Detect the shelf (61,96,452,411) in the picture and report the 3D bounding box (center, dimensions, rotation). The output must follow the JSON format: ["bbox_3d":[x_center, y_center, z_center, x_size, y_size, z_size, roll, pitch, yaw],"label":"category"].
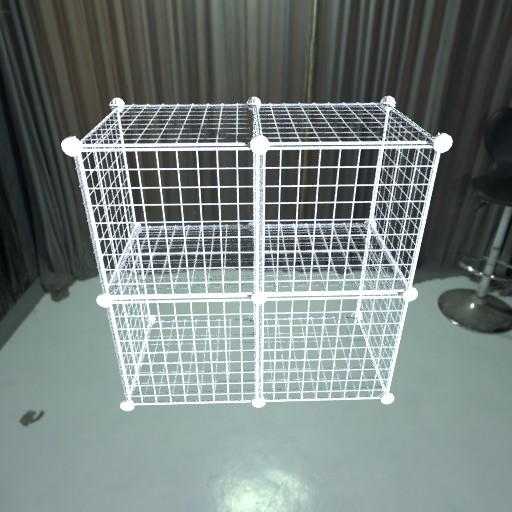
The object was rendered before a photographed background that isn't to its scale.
[{"bbox_3d":[0.000,0.000,1.133,0.711,0.711,0.356,-1,31,-2],"label":"shelf"}]
